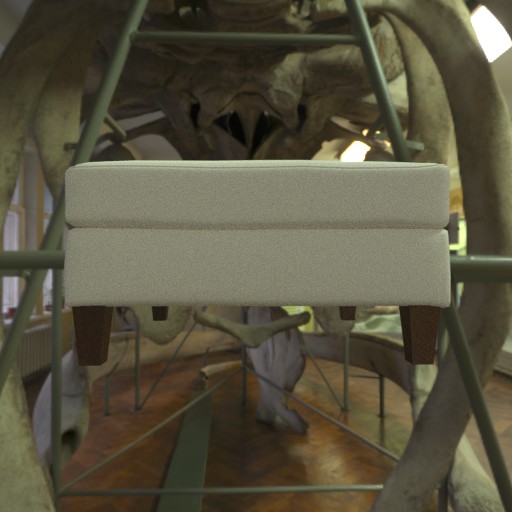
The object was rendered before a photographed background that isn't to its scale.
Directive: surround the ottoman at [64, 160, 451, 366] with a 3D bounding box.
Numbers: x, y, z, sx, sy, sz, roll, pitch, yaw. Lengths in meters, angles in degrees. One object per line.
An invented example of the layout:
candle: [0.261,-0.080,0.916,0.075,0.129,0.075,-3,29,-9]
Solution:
ottoman: [0.000,0.000,1.339,0.838,0.479,0.838,0,-1,-1]
